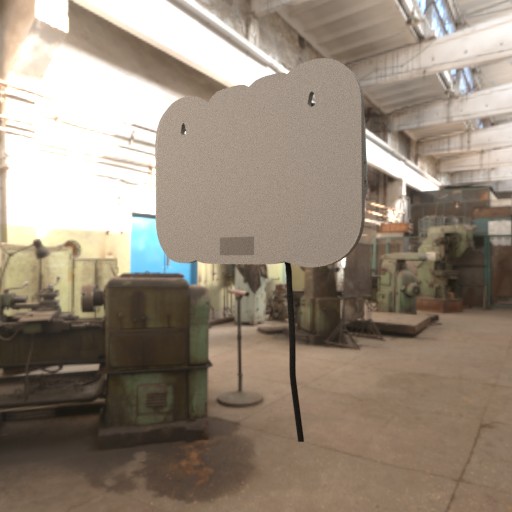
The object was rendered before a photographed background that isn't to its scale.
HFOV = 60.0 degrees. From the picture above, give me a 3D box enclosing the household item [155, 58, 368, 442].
[{"bbox_3d":[0.000,0.000,0.387,0.211,0.294,0.042,0,0,36],"label":"household item"}]
